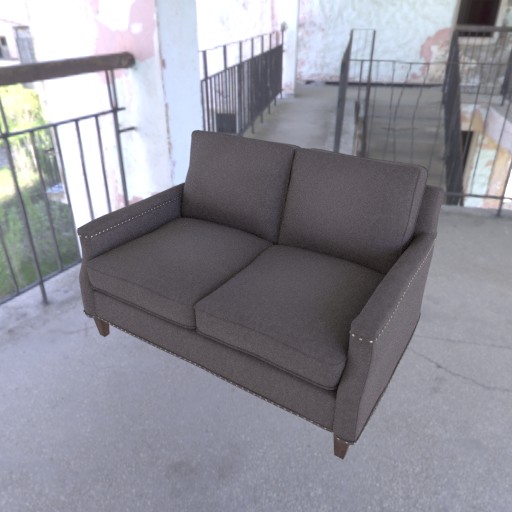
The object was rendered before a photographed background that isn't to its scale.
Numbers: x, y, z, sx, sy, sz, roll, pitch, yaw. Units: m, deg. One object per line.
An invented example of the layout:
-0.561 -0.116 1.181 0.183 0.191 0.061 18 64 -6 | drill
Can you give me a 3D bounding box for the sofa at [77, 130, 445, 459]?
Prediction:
0.000 0.000 2.286 1.597 1.003 1.084 17 33 28 | sofa
